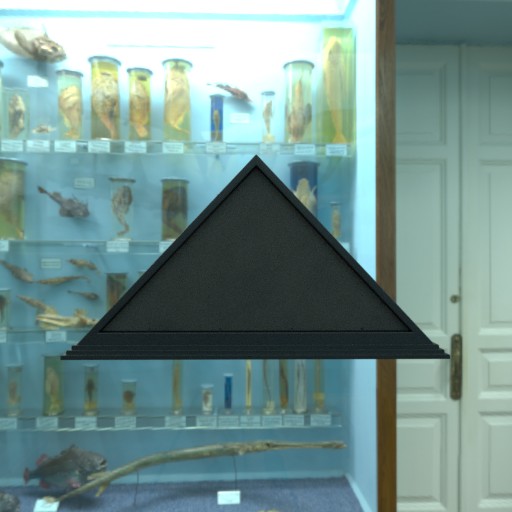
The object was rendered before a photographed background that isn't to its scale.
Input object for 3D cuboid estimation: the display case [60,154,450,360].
[{"bbox_3d":[0.000,0.000,0.775,0.640,0.340,0.095,0,0,-1],"label":"display case"}]
